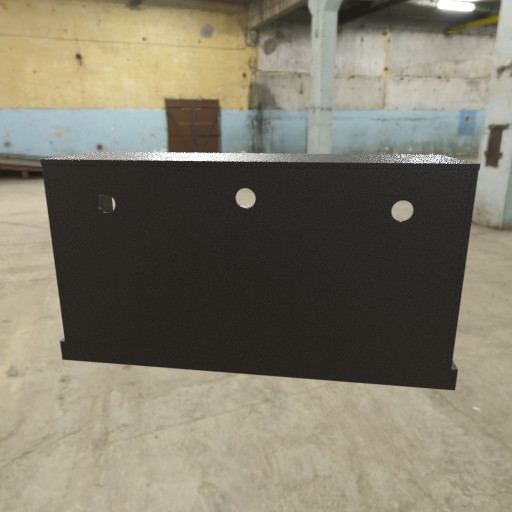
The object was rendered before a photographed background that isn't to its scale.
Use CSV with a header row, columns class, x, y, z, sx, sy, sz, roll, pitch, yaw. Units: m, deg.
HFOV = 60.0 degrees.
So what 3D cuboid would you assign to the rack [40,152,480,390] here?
class,x,y,z,sx,sy,sz,roll,pitch,yaw
rack,0.000,0.000,1.450,1.206,0.635,0.399,2,16,8
